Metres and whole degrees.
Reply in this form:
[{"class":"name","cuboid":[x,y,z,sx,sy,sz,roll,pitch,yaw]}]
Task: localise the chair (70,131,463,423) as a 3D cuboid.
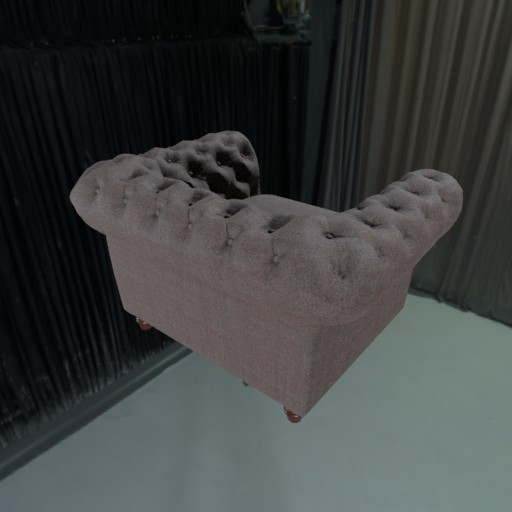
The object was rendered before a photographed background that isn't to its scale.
[{"class":"chair","cuboid":[0.000,0.000,1.840,1.298,0.780,0.945,21,35,34]}]
